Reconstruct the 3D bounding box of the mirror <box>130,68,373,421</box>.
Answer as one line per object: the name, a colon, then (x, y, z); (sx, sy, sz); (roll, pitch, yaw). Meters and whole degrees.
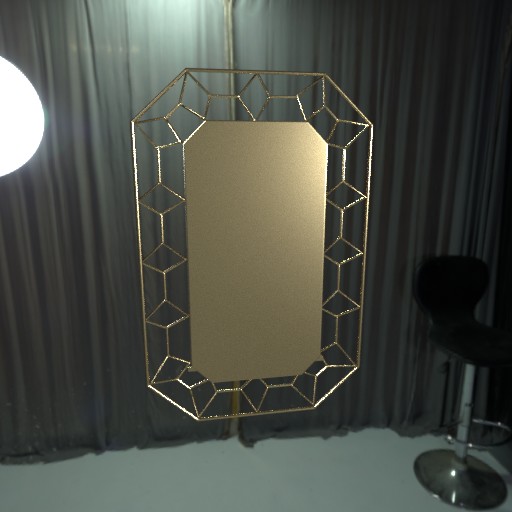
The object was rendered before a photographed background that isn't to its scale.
mirror: (0.000, 0.000, 1.118); (0.572, 0.870, 0.051); (-2, 13, -10)
